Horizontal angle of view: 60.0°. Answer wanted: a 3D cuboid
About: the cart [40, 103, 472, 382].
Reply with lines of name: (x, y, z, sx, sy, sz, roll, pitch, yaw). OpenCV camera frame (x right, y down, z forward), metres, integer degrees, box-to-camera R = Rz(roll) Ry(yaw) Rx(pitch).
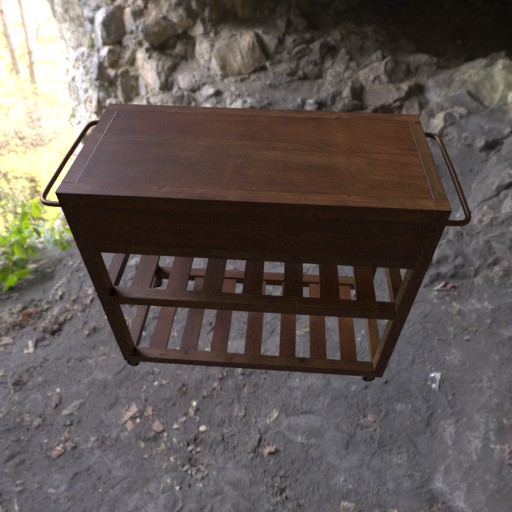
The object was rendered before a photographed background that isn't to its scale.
cart: (0.000, 0.000, 1.468, 1.065, 0.830, 0.445, 3, 47, 3)
